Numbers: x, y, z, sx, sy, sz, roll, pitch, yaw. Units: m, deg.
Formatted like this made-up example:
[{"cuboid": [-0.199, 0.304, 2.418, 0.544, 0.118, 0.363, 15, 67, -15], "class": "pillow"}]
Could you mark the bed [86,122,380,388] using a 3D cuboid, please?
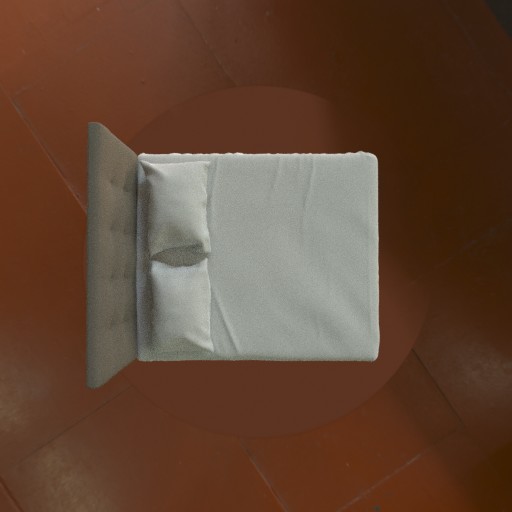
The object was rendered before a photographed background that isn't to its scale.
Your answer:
[{"cuboid": [0.000, 0.000, 3.461, 2.222, 1.577, 1.936, 0, 89, 0], "class": "bed"}]
